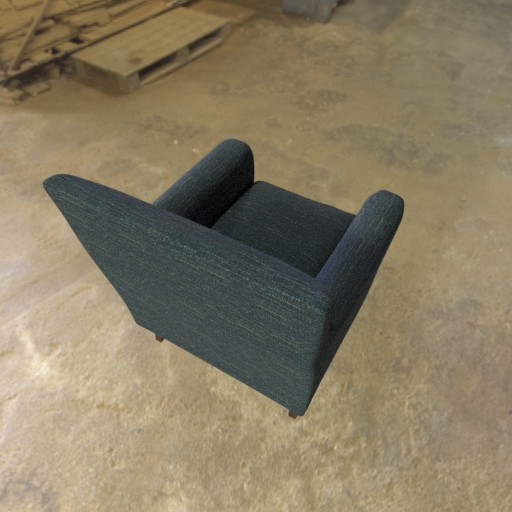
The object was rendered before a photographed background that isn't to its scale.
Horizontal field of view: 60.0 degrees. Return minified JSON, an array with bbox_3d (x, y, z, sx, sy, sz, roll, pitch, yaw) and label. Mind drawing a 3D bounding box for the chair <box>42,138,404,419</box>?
[{"bbox_3d":[0.000,0.000,1.644,0.864,0.928,0.873,24,51,21],"label":"chair"}]
